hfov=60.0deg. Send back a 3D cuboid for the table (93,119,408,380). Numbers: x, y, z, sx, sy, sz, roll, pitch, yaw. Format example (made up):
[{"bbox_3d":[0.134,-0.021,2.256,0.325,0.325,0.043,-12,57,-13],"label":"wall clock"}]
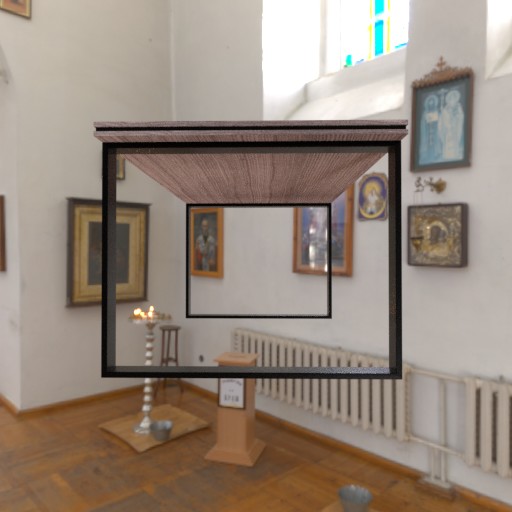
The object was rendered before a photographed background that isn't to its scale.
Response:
[{"bbox_3d":[0.000,0.000,2.023,0.881,0.736,1.579,0,-1,1],"label":"table"}]
